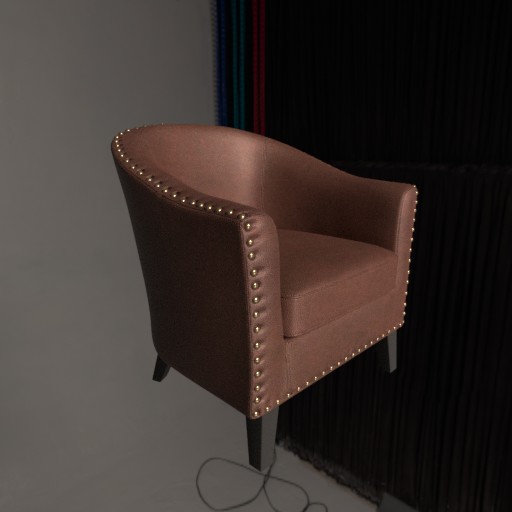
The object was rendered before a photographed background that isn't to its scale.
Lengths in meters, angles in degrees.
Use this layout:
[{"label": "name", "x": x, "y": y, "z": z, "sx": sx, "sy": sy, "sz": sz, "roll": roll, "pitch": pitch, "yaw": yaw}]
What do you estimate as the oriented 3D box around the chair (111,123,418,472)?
[{"label": "chair", "x": 0.000, "y": 0.000, "z": 1.415, "sx": 0.748, "sy": 0.823, "sz": 0.794, "roll": 14, "pitch": 20, "yaw": 42}]
